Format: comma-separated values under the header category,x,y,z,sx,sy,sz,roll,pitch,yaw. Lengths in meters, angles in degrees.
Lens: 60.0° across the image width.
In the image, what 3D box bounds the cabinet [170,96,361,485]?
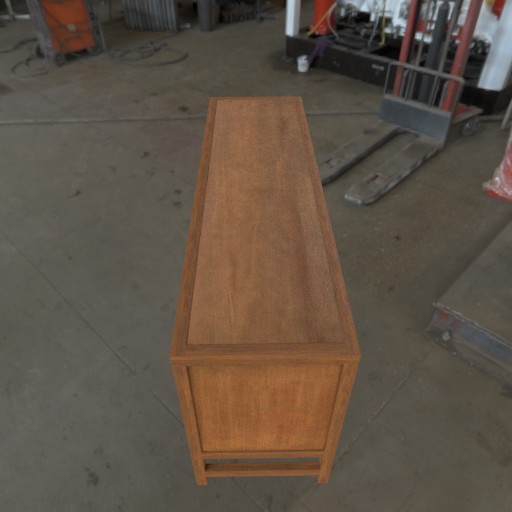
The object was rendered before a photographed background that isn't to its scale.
category,x,y,z,sx,sy,sz,roll,pitch,yaw
cabinet,0.000,0.000,2.061,0.522,0.820,1.708,-1,41,-1
